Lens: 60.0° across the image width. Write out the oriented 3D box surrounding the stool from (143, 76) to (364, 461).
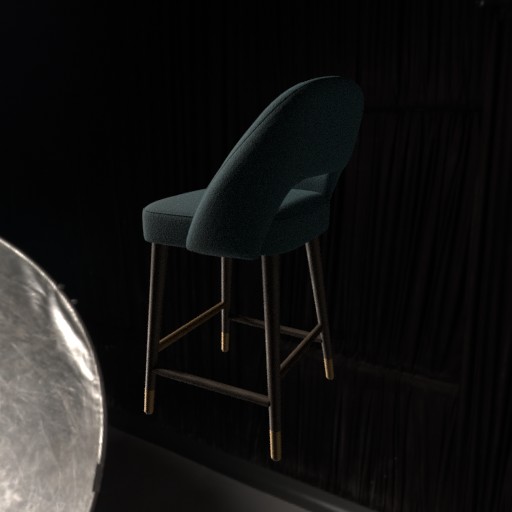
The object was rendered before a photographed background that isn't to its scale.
[{"bbox_3d":[0.000,0.000,1.281,0.522,0.939,0.536,8,18,26],"label":"stool"}]
